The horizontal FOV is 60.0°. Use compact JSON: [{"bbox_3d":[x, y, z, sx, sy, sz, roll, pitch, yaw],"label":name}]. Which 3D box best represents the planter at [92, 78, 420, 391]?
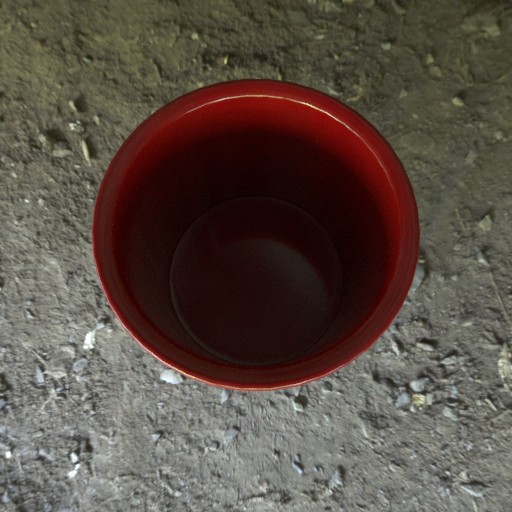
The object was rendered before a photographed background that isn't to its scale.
[{"bbox_3d":[0.000,0.000,0.404,0.230,0.202,0.230,0,75,0],"label":"planter"}]
